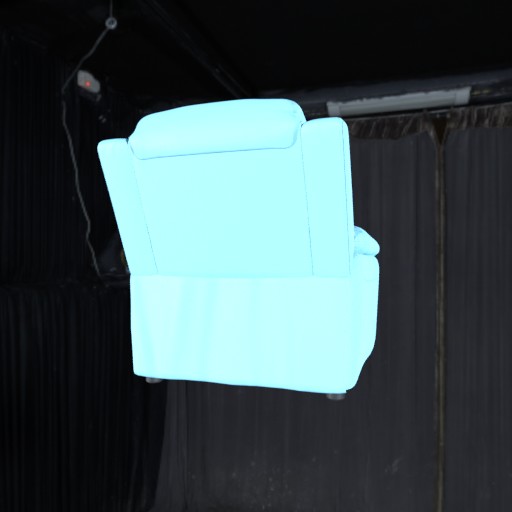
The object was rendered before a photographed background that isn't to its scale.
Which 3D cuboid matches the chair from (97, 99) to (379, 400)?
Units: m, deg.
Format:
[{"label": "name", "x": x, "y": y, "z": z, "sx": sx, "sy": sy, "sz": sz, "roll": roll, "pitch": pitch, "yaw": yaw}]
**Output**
[{"label": "chair", "x": 0.000, "y": 0.000, "z": 1.302, "sx": 0.680, "sy": 0.702, "sz": 0.709, "roll": 0, "pitch": -1, "yaw": 18}]
